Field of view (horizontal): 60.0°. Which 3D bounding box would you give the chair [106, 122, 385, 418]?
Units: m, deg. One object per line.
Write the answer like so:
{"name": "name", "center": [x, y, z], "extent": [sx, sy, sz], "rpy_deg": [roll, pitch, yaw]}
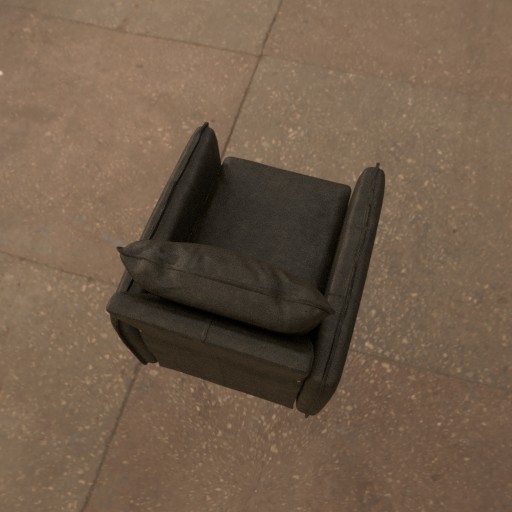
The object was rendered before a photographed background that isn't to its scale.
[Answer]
{"name": "chair", "center": [0.000, 0.000, 1.665], "extent": [0.830, 0.921, 0.921], "rpy_deg": [16, 63, 8]}
